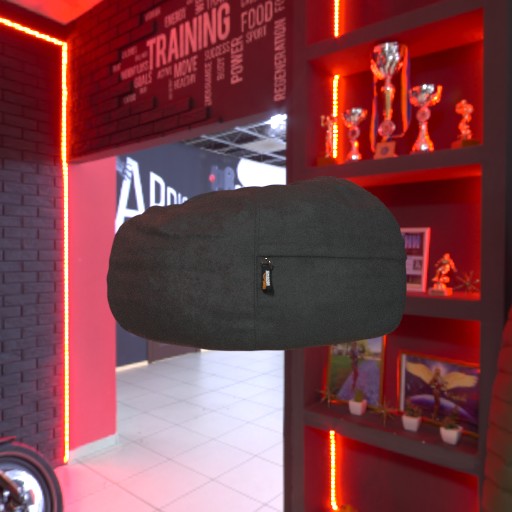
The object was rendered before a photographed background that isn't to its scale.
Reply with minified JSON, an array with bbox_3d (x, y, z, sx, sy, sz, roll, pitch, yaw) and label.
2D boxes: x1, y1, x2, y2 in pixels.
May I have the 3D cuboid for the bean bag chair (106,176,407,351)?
[{"bbox_3d":[0.000,0.000,2.384,1.525,0.751,1.525,0,0,0],"label":"bean bag chair"}]
